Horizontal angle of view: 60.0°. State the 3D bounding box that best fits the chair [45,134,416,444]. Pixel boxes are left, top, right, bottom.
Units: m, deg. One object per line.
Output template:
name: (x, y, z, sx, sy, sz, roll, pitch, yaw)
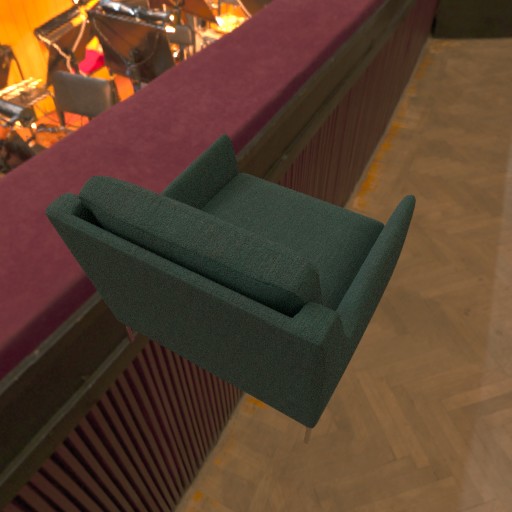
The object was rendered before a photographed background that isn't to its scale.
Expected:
chair: (0.000, 0.000, 1.526, 0.847, 0.828, 0.849, 23, 51, 21)
